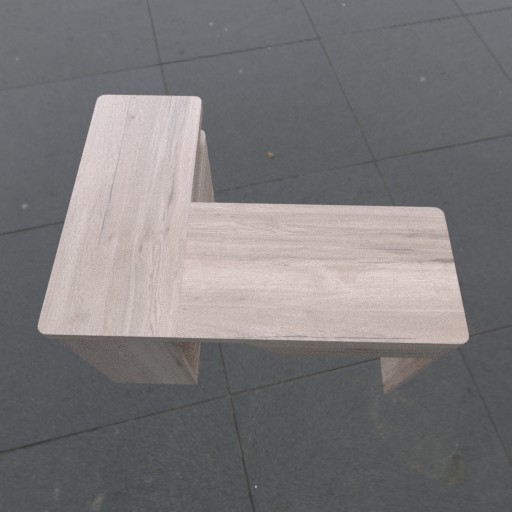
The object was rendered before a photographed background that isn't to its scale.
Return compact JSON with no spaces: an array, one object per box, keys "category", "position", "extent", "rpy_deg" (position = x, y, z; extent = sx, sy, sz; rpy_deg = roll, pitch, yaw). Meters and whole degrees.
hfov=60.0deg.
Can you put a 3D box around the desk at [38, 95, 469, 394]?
[{"category":"desk","position":[0.000,0.000,1.734],"extent":[1.169,0.760,0.900],"rpy_deg":[1,63,1]}]
